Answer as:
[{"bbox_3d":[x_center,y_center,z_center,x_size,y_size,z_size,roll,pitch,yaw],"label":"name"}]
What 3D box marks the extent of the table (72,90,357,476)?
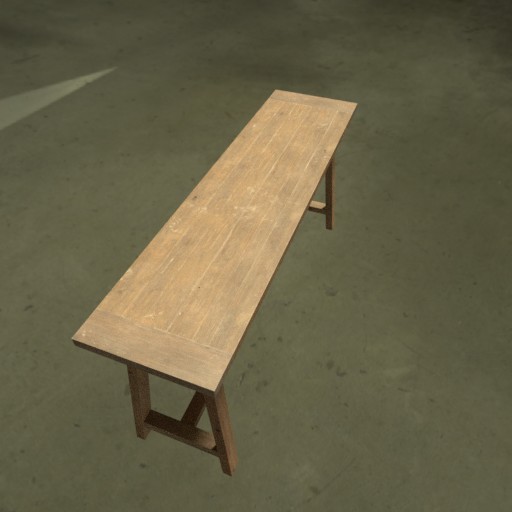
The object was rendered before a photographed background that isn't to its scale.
[{"bbox_3d":[0.000,0.000,2.125,0.465,0.810,1.800,15,47,15],"label":"table"}]
